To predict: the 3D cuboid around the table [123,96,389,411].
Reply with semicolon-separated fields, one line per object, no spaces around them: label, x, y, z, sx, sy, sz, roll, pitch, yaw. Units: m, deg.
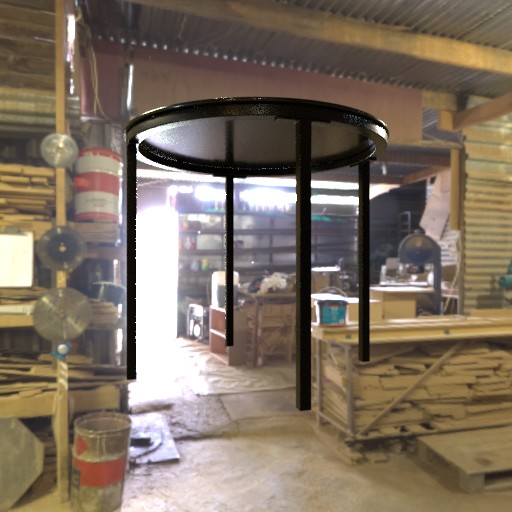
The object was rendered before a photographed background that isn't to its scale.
table;0.000;0.000;0.865;0.499;0.443;0.499;0;0;0
